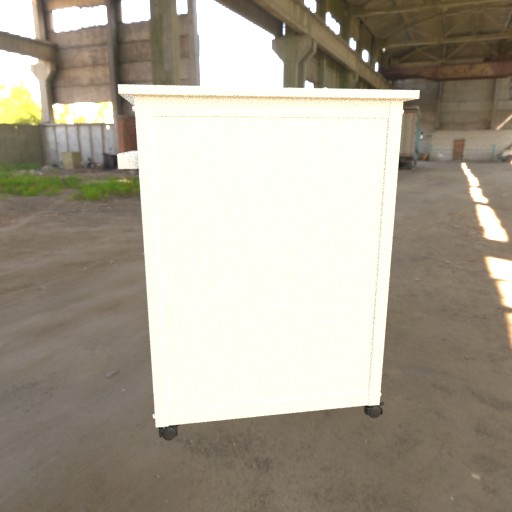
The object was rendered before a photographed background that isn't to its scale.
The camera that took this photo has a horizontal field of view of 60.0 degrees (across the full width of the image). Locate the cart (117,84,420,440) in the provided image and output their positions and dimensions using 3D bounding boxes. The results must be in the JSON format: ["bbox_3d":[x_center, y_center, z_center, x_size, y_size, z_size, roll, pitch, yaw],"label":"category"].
[{"bbox_3d":[0.000,0.000,1.275,0.683,0.864,0.442,-2,15,-9],"label":"cart"}]
